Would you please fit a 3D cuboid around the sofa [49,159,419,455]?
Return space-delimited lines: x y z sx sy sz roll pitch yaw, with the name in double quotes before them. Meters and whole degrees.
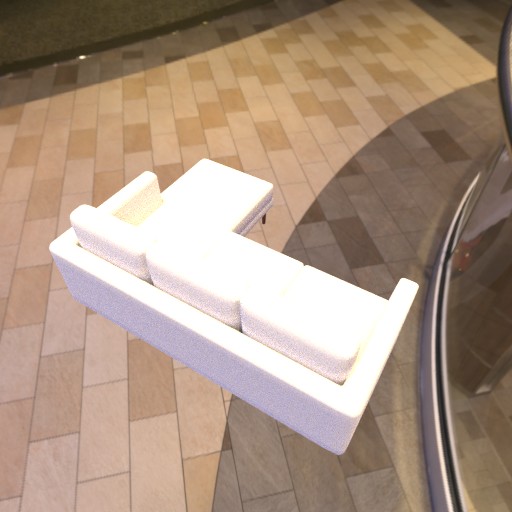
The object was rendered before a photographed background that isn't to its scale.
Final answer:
"sofa" 0.000 0.000 2.943 2.029 0.899 1.580 24 52 21
